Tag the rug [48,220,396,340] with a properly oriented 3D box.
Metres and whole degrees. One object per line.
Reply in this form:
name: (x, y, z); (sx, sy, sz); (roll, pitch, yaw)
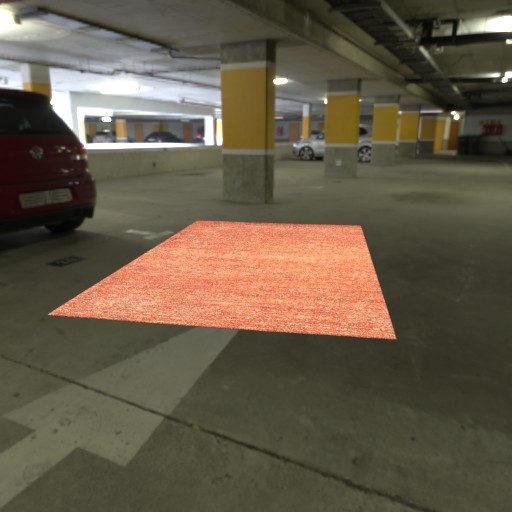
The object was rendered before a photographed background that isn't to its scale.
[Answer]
rug: (0.000, 0.000, 2.238); (1.139, 0.011, 1.747); (2, 15, 9)
